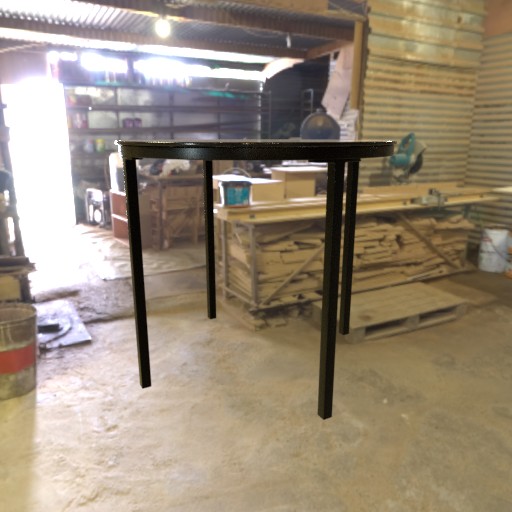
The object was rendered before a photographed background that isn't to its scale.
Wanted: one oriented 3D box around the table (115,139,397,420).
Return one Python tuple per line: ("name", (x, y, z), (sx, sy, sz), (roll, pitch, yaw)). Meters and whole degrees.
("table", (0.000, 0.000, 0.878), (0.499, 0.443, 0.499), (0, 15, 0))
